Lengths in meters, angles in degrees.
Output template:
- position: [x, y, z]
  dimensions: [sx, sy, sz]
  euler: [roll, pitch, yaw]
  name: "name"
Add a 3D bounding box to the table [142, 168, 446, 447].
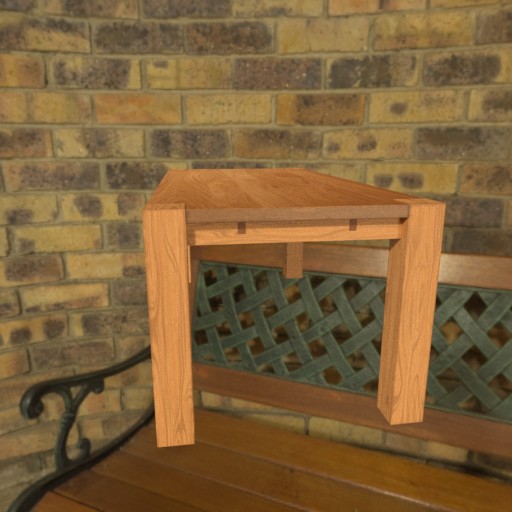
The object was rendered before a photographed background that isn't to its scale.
- position: [0.000, 0.000, 2.235]
  dimensions: [0.900, 0.760, 1.800]
  euler: [-2, 15, -8]
  name: "table"
